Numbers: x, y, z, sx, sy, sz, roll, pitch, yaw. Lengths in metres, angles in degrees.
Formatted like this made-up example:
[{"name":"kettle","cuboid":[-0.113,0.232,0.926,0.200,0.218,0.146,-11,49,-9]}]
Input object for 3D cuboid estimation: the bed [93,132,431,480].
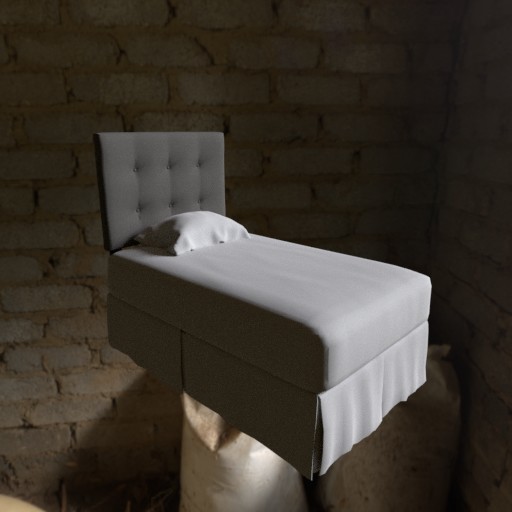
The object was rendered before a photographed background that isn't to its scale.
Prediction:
[{"name":"bed","cuboid":[0.000,0.000,2.931,1.997,1.571,1.261,15,22,42]}]
